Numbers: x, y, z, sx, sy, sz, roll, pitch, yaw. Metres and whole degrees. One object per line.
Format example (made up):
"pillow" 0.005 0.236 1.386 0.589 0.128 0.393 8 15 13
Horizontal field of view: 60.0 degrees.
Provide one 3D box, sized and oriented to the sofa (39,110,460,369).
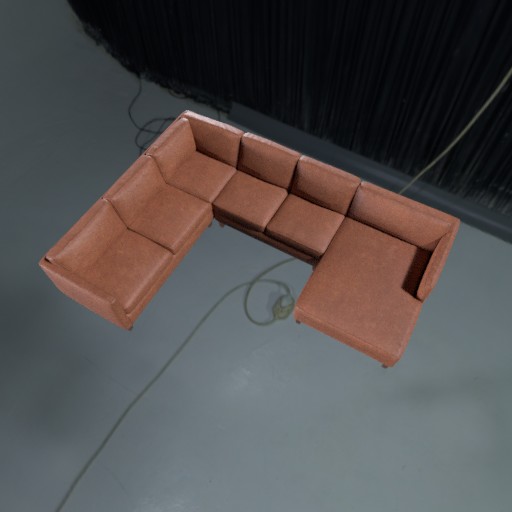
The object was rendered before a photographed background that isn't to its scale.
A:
"sofa" 0.000 0.000 4.657 3.460 0.923 2.593 26 62 15
